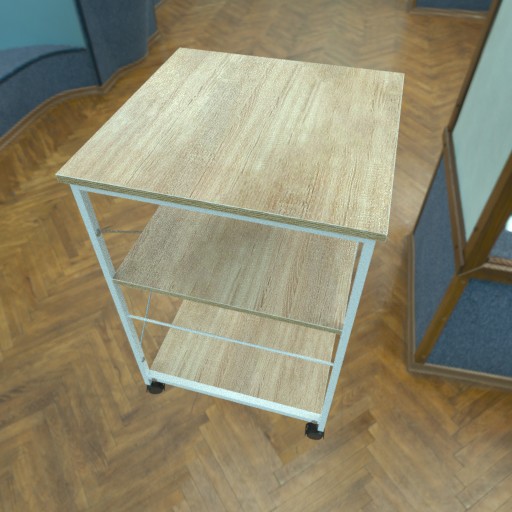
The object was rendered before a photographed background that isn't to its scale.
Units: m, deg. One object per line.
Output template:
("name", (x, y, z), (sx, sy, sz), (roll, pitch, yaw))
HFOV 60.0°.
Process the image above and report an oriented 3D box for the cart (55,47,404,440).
("cart", (0.000, 0.000, 1.107), (0.520, 0.762, 0.521), (11, 48, 11))
